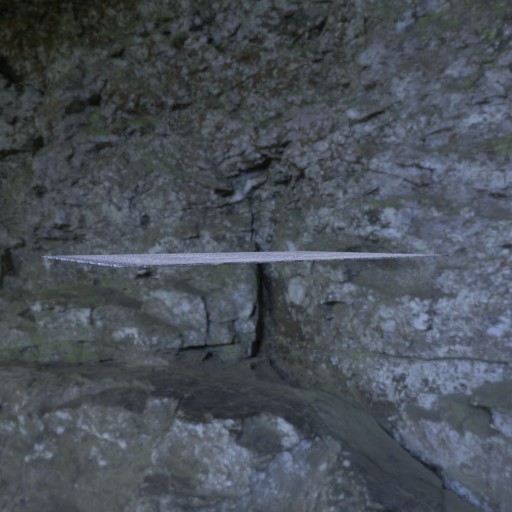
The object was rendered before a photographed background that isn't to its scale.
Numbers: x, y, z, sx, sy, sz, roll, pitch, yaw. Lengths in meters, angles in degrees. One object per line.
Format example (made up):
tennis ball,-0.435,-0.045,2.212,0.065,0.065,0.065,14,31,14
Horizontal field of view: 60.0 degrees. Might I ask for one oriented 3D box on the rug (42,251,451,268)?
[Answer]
rug,0.000,0.000,2.533,2.029,0.010,1.237,-1,2,-37
